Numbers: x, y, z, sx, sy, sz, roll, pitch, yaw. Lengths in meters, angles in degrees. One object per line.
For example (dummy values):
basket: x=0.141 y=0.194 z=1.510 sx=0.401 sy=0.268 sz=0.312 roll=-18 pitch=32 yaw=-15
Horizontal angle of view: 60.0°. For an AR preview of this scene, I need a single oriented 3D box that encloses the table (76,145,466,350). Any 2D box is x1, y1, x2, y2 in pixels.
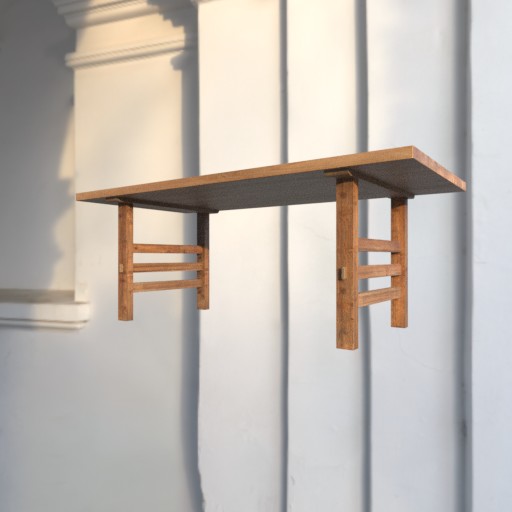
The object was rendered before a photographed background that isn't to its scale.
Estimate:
table: x=0.000 y=0.000 z=2.494 sx=2.003 sy=0.760 sz=0.952 roll=0 pitch=0 yaw=35
